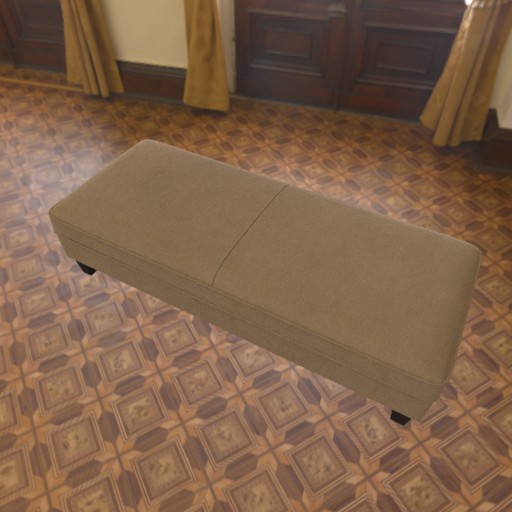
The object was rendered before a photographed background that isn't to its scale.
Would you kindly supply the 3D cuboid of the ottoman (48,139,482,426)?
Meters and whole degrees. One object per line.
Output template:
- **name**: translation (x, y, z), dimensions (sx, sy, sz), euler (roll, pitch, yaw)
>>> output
- **ottoman**: translation (0.000, 0.000, 1.966), dimensions (1.726, 0.460, 0.735), euler (22, 50, 19)
